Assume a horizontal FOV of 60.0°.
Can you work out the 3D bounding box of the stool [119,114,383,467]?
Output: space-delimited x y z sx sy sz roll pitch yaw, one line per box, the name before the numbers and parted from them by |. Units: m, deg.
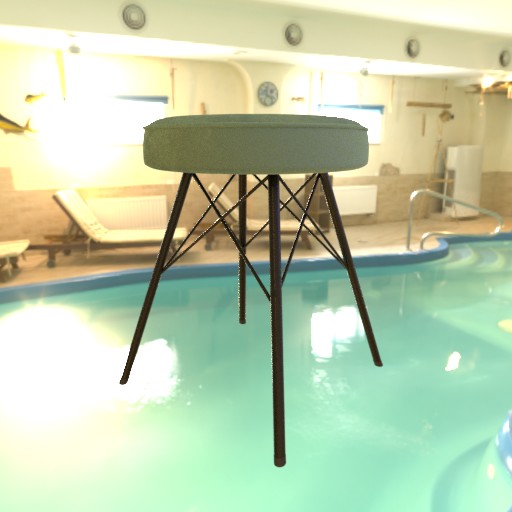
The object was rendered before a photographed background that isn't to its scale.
stool | 0.000 0.000 0.876 0.458 0.519 0.457 -14 20 -42
